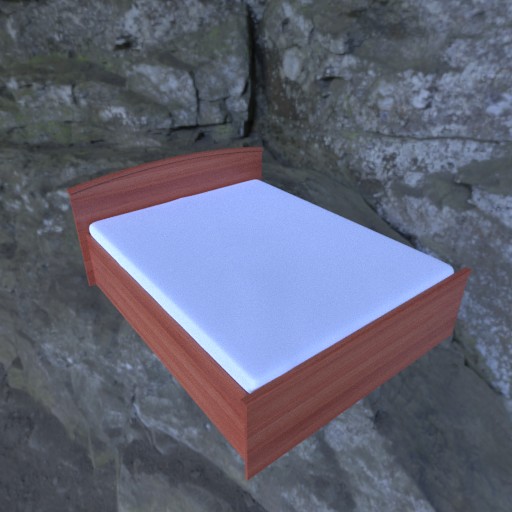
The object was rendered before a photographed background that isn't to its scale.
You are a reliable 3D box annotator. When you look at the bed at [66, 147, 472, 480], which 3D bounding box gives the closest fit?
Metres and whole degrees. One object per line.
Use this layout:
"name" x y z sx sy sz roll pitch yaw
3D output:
"bed" 0.000 0.000 2.942 1.683 0.848 2.053 -21 36 -32
